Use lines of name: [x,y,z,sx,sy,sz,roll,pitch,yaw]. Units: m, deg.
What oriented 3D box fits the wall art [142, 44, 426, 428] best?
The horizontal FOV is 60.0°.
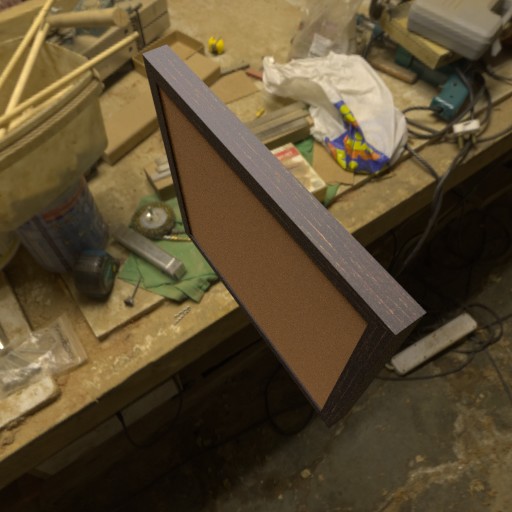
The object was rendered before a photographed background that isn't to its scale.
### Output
wall art: [0.000,0.000,0.530,0.031,0.330,0.381,-30,63,-17]
